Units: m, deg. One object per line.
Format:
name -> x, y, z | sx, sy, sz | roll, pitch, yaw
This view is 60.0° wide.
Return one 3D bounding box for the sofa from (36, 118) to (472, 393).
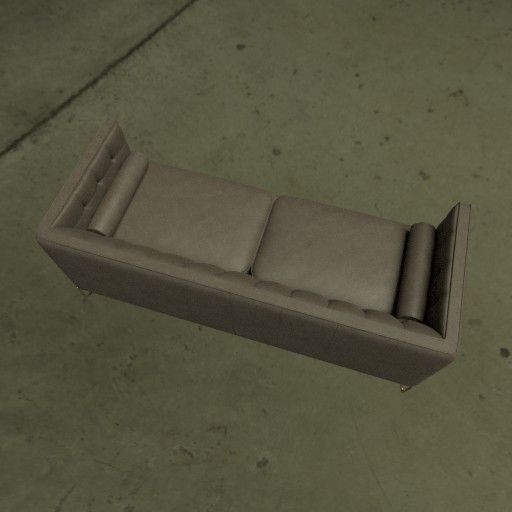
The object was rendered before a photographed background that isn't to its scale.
sofa -> 0.000, 0.000, 2.550 | 2.087, 0.789, 0.867 | 15, 63, 8
